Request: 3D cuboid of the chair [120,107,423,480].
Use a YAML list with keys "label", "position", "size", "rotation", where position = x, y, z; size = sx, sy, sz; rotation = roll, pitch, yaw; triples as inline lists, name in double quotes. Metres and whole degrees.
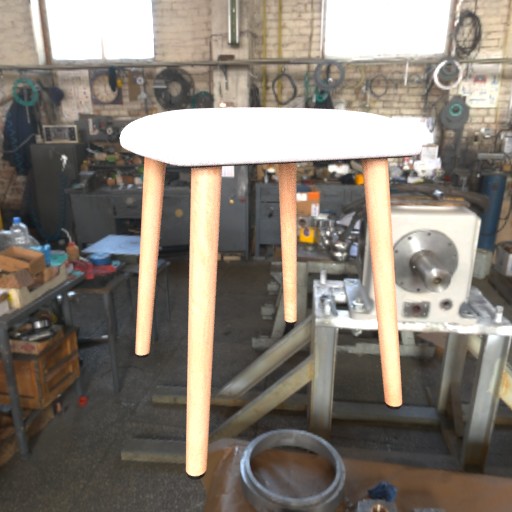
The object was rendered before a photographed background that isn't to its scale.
- label: "chair"
  position: [0.000, 0.000, 0.693]
  size: [0.350, 0.440, 0.350]
  rotation: [-8, 19, -24]
